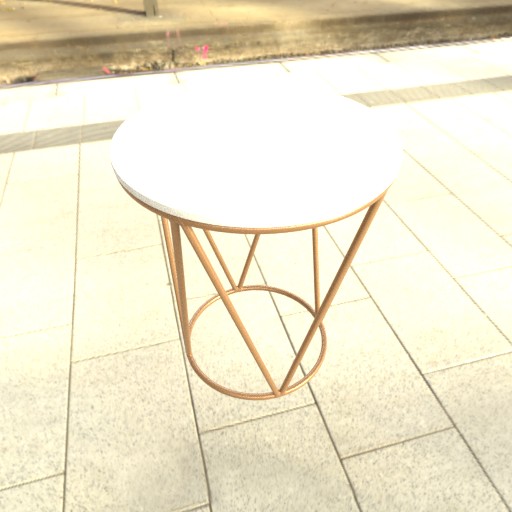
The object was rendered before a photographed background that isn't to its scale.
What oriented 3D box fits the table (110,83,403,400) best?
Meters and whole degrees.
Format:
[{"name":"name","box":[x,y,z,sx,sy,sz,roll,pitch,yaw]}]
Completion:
[{"name":"table","box":[0.000,0.000,0.963,0.500,0.564,0.500,0,41,0]}]
